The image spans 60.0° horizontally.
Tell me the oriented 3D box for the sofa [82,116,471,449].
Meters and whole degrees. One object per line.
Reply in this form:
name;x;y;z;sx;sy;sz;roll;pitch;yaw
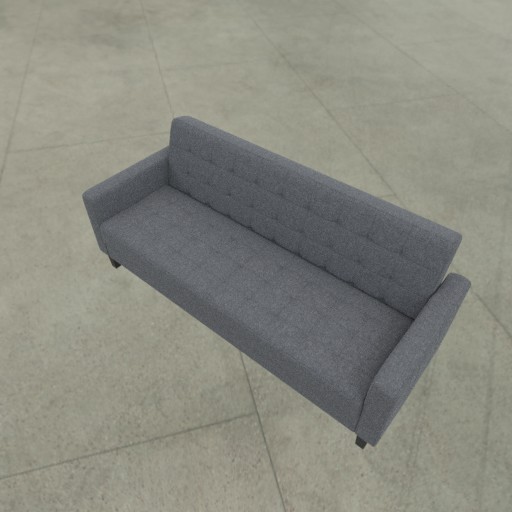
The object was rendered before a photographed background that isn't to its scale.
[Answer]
sofa;0.000;0.000;2.458;2.040;0.850;0.810;30;52;27
